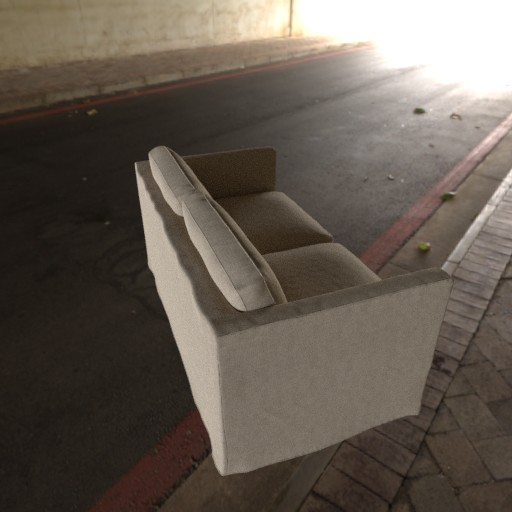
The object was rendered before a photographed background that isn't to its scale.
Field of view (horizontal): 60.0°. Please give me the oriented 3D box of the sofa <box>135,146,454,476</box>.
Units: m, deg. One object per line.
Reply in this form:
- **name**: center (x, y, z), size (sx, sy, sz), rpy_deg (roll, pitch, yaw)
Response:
- **sofa**: center (0.000, 0.000, 2.309), size (0.956, 0.828, 1.766), rpy_deg (-11, 32, -18)
